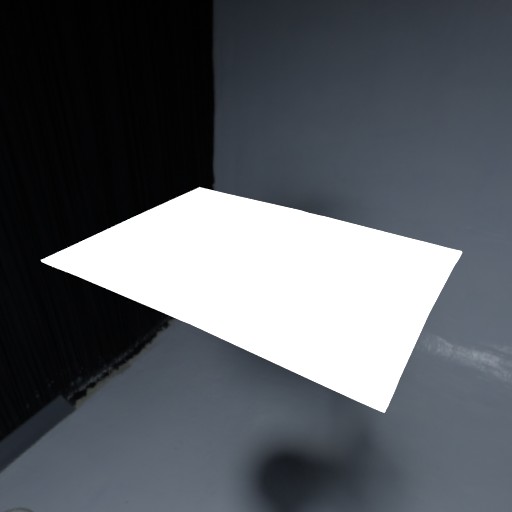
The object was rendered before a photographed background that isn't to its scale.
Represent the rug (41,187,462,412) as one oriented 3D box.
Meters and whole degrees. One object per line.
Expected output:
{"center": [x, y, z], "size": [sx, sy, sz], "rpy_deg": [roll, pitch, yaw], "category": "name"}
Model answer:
{"center": [0.000, 0.000, 3.672], "size": [2.869, 0.038, 2.032], "rpy_deg": [17, 33, 28], "category": "rug"}
